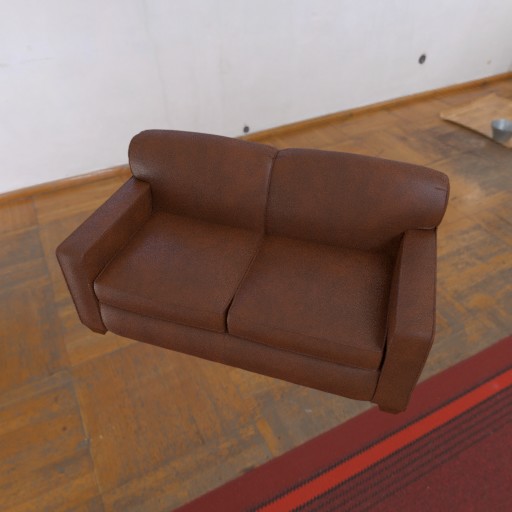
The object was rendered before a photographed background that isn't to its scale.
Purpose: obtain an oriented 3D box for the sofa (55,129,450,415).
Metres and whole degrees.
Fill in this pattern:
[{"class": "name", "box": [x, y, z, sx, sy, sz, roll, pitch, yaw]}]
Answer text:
[{"class": "sofa", "box": [0.000, 0.000, 2.443, 1.856, 0.966, 1.000, 12, 41, 14]}]
